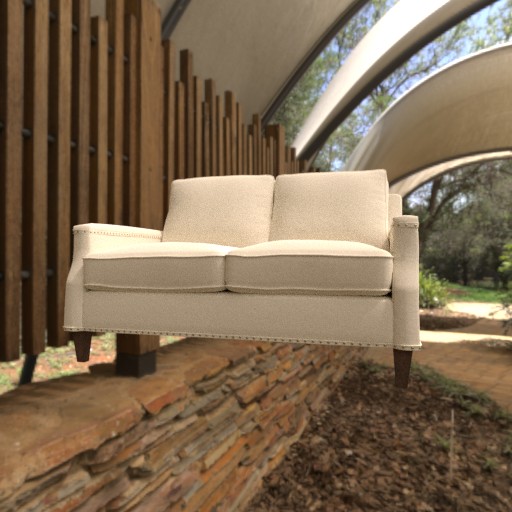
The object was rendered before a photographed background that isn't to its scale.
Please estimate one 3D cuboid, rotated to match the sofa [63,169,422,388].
[{"bbox_3d":[0.000,0.000,2.357,1.597,1.003,1.084,0,0,17],"label":"sofa"}]
